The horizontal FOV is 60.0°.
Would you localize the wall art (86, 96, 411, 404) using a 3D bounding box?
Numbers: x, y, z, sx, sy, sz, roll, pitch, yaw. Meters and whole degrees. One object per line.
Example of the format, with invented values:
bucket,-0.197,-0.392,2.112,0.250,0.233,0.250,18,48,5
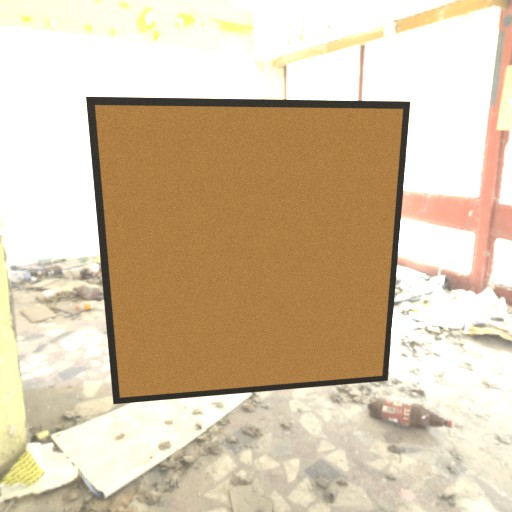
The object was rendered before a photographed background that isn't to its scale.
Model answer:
wall art,0.000,0.000,1.142,0.763,0.763,0.038,-2,14,-9
